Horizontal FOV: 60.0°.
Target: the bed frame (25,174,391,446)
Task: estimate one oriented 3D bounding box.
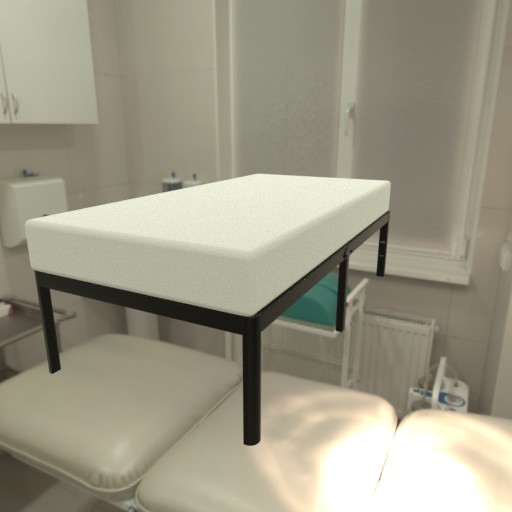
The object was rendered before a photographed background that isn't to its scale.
[{"bbox_3d":[0.000,0.000,2.394,1.023,0.659,1.950,8,18,26],"label":"bed frame"}]
